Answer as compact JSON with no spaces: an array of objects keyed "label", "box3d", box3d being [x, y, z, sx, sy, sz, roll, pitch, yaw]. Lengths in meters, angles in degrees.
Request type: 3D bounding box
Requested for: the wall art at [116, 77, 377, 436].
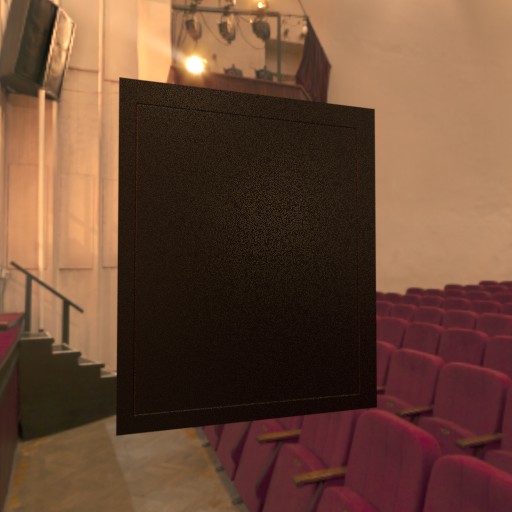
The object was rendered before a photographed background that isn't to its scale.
[{"label":"wall art","box3d":[0.000,0.000,0.774,0.461,0.558,0.031,1,-2,-18]}]
